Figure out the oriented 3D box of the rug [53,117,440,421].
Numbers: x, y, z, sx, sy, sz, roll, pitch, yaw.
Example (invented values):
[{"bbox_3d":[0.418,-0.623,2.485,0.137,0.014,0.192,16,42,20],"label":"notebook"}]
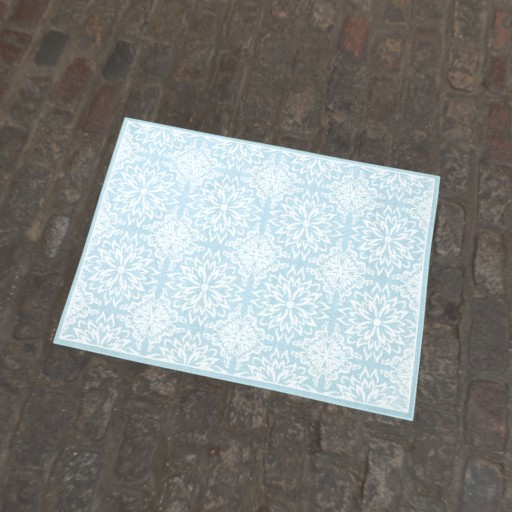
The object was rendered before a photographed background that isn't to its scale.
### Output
[{"bbox_3d":[0.000,0.000,2.846,2.205,0.014,1.589,11,76,3],"label":"rug"}]
